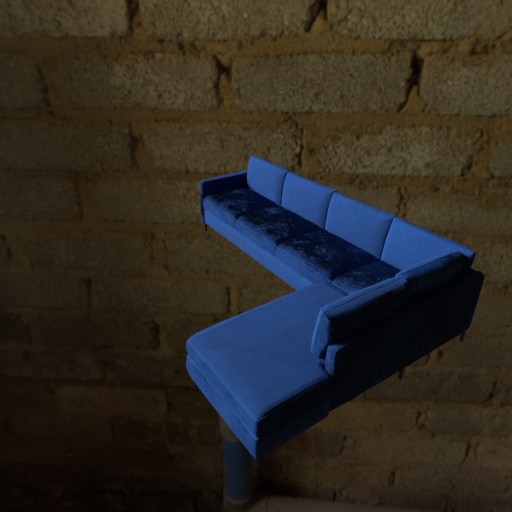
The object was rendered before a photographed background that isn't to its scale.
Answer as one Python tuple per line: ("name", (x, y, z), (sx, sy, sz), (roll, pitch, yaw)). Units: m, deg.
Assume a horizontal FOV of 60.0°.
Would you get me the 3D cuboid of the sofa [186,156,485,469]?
("sofa", (0.000, 0.000, 3.204), (1.707, 0.687, 2.486), (-18, 34, -29))
